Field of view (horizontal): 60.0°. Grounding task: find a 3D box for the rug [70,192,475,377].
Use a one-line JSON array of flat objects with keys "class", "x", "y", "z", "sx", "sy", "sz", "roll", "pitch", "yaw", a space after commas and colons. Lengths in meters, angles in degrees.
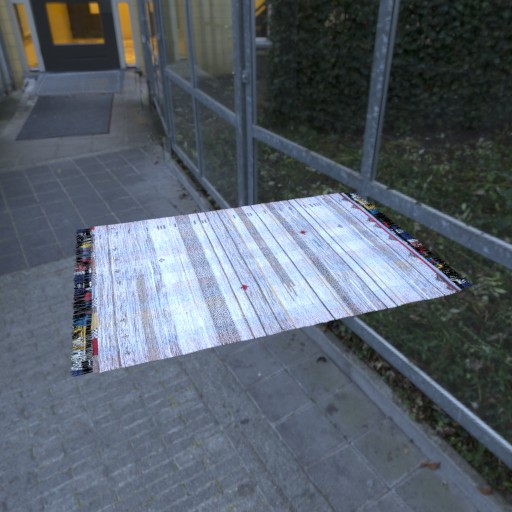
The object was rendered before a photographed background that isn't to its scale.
[{"class": "rug", "x": 0.000, "y": 0.000, "z": 2.356, "sx": 1.848, "sy": 0.012, "sz": 1.217, "roll": -10, "pitch": 33, "yaw": -15}]
